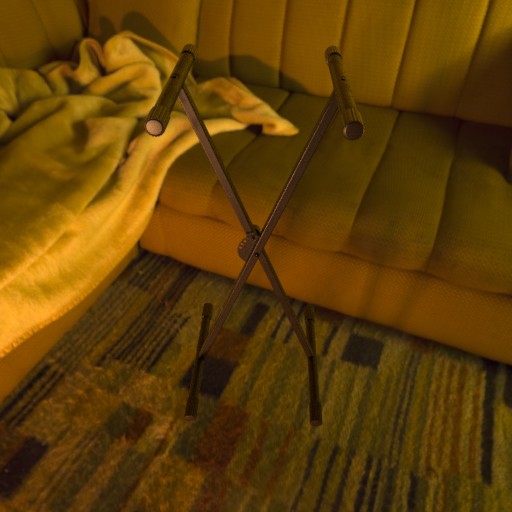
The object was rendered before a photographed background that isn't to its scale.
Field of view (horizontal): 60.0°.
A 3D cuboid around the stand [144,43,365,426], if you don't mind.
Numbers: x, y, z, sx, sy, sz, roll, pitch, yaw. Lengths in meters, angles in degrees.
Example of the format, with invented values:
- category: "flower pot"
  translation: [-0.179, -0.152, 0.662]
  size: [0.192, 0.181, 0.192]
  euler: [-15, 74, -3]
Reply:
- category: "stand"
  translation: [0.000, 0.000, 1.174]
  size: [0.409, 0.940, 0.449]
  euler: [2, 41, 2]
